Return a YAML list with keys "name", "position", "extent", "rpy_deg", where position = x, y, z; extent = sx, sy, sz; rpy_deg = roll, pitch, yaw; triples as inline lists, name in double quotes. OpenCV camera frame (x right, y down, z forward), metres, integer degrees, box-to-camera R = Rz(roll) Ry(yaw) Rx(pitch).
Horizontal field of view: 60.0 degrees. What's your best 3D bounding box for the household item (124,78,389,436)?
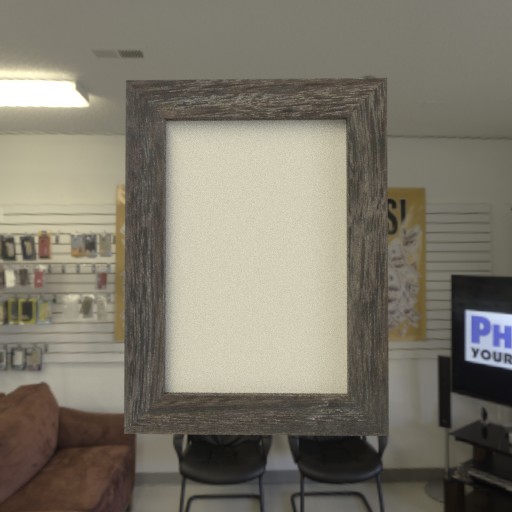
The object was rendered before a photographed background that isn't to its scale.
- name: "household item"
  position: [0.000, 0.000, 0.234]
  extent: [0.133, 0.180, 0.020]
  rpy_deg: [0, -1, 1]
